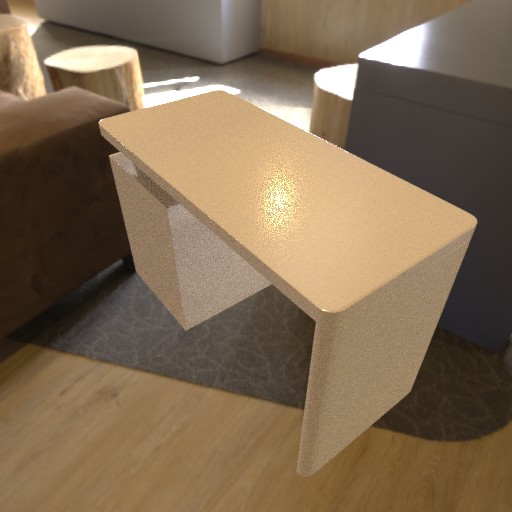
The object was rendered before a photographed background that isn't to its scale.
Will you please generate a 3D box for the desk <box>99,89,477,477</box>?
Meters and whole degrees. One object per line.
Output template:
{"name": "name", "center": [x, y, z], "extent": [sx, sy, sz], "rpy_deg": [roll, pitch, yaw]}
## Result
{"name": "desk", "center": [0.000, 0.000, 1.615], "extent": [0.550, 0.760, 1.200], "rpy_deg": [-26, 47, -28]}
